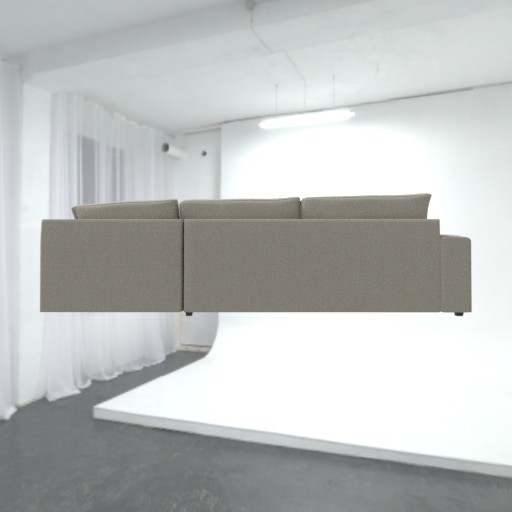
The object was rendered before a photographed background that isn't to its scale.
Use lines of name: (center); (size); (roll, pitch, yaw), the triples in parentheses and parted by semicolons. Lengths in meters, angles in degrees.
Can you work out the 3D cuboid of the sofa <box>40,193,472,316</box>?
sofa: (0.000, 0.000, 4.741); (3.066, 0.918, 3.206); (0, -1, 0)
